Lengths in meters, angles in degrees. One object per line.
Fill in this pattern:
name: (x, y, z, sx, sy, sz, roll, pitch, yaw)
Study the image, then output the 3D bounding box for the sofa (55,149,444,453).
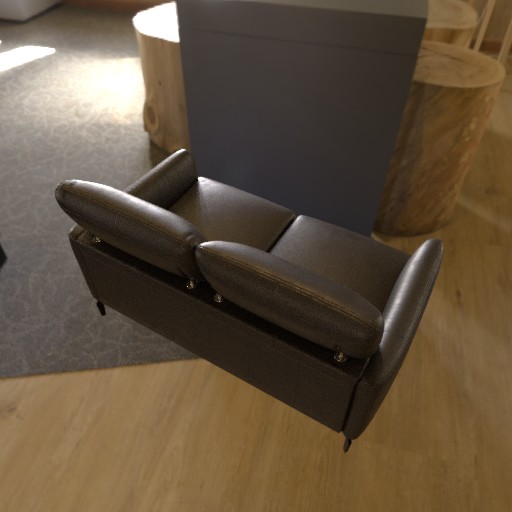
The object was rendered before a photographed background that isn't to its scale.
sofa: (0.000, 0.000, 2.150, 1.596, 0.920, 0.958, 23, 51, 21)
